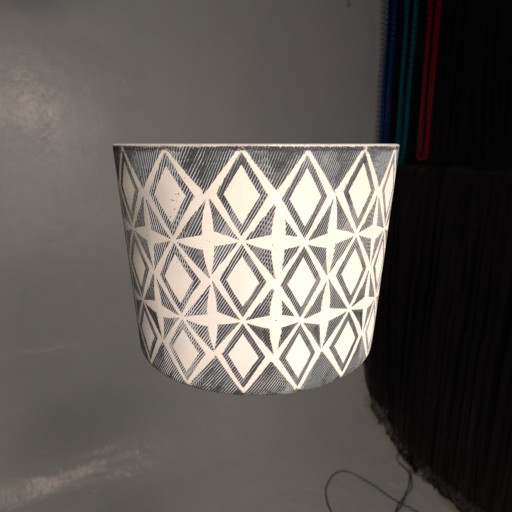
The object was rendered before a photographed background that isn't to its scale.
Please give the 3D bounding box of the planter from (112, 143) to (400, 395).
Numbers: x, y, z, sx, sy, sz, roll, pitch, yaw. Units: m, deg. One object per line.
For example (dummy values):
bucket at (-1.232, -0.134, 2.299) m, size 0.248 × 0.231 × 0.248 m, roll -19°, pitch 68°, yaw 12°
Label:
planter at (0.000, 0.000, 0.447) m, size 0.260 × 0.220 × 0.260 m, roll 0°, pitch 14°, yaw 0°
